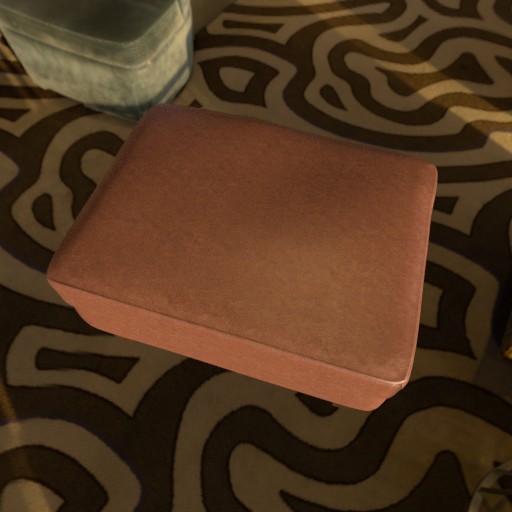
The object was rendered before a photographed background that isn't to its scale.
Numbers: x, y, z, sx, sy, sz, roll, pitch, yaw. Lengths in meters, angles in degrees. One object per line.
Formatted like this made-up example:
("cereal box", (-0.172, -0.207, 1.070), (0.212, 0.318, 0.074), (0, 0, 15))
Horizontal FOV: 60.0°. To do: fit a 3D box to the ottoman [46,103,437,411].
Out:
("ottoman", (0.000, 0.000, 1.263), (0.851, 0.485, 0.650), (15, 60, 9))
